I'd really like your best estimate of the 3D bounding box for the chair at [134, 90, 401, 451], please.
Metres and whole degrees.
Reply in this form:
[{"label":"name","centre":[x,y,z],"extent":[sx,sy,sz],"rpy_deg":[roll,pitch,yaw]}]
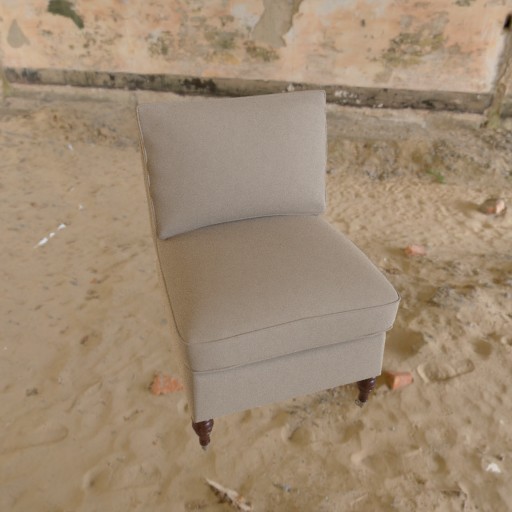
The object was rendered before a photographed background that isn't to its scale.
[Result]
[{"label":"chair","centre":[0.000,0.000,1.662],"extent":[0.724,1.052,0.912],"rpy_deg":[-10,34,-14]}]
